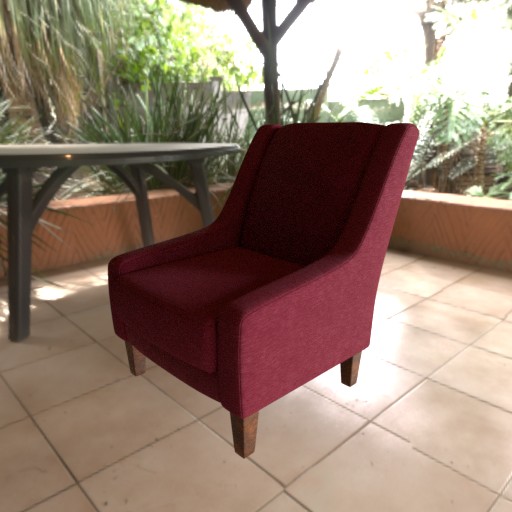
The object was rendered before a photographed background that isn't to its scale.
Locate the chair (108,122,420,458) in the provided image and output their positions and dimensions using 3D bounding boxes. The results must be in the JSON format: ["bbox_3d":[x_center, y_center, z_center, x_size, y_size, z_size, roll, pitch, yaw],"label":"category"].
[{"bbox_3d":[0.000,0.000,1.747,0.985,1.017,0.793,-15,22,-42],"label":"chair"}]
